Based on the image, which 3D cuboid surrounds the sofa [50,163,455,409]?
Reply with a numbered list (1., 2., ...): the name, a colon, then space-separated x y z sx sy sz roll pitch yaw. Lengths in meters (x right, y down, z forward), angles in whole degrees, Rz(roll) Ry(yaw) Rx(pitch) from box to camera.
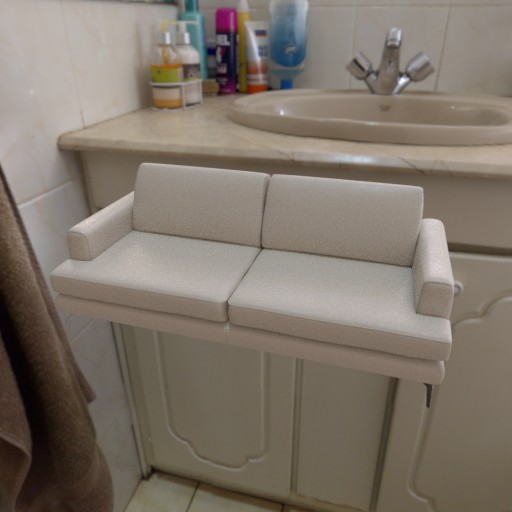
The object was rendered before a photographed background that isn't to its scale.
1. sofa: 0.000 0.000 2.405 1.940 0.765 0.974 8 28 15
